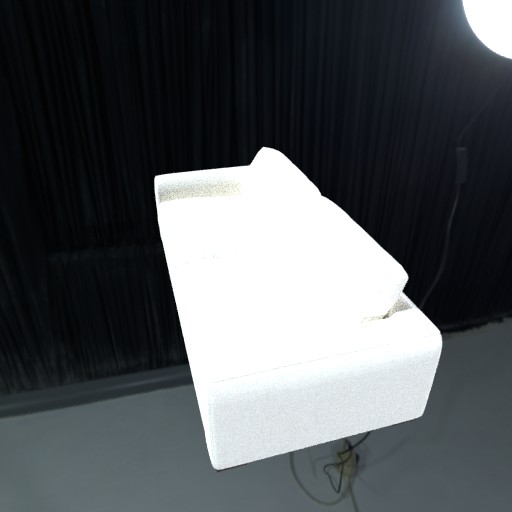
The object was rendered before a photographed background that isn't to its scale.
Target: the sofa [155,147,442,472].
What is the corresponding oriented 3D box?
[{"bbox_3d":[0.000,0.000,2.767,1.070,0.801,2.262,-9,32,-14],"label":"sofa"}]
